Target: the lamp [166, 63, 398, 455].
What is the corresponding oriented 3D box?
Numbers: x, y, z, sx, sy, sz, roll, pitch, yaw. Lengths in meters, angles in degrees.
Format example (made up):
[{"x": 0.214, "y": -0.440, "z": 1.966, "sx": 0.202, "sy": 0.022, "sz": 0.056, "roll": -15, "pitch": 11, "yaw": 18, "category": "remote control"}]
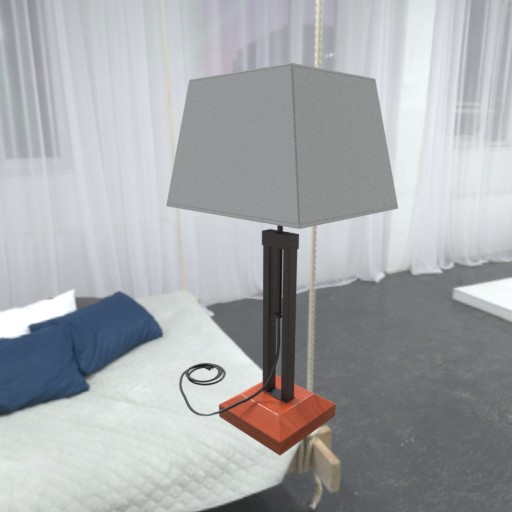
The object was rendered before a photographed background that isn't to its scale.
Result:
[{"x": 0.000, "y": 0.000, "z": 0.977, "sx": 0.310, "sy": 0.737, "sz": 0.498, "roll": -14, "pitch": 20, "yaw": -43, "category": "lamp"}]
